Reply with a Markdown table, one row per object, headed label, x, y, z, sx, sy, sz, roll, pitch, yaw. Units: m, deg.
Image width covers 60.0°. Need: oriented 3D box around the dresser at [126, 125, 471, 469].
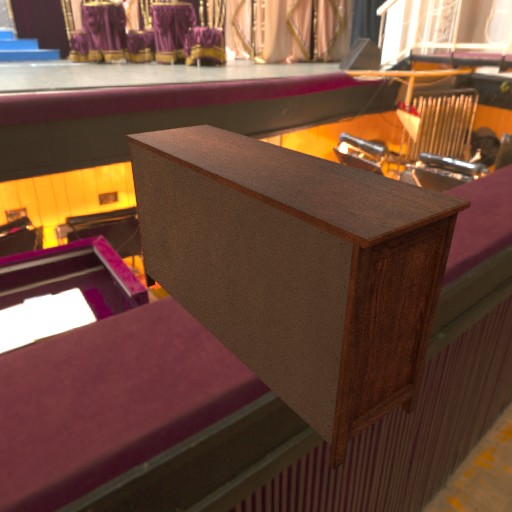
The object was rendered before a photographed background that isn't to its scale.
| label | x | y | z | sx | sy | sz | roll | pitch | yaw |
| --- | --- | --- | --- | --- | --- | --- | --- | --- | --- |
| dresser | 0.000 | 0.000 | 1.951 | 0.463 | 0.856 | 1.551 | -18 | 32 | -32 |
